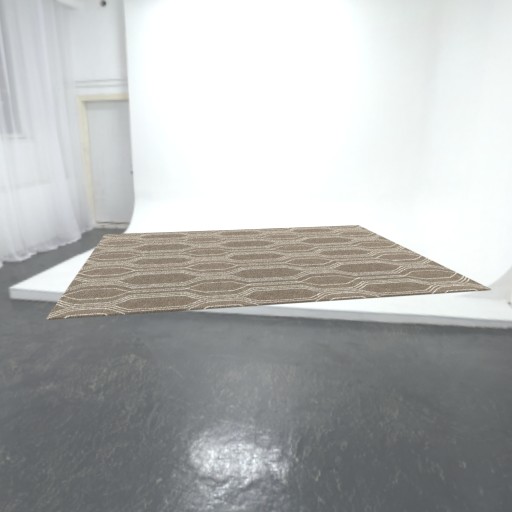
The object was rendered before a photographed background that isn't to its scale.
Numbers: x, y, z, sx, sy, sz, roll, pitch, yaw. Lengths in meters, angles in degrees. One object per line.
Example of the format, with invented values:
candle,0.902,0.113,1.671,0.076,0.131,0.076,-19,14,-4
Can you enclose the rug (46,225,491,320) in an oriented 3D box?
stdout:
rug,0.000,0.000,4.148,3.062,0.012,2.457,-3,15,-10
